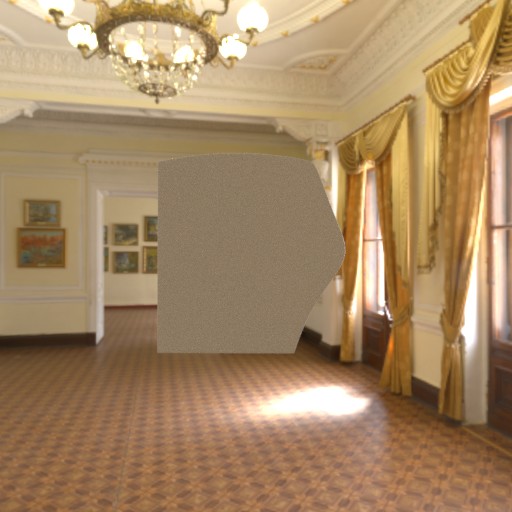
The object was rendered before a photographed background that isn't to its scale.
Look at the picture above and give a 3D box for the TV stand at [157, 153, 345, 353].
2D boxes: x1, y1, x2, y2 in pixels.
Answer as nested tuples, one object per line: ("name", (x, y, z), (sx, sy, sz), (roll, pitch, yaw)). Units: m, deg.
("TV stand", (0.000, 0.000, 1.671), (0.397, 0.424, 1.473), (0, -1, 1))
